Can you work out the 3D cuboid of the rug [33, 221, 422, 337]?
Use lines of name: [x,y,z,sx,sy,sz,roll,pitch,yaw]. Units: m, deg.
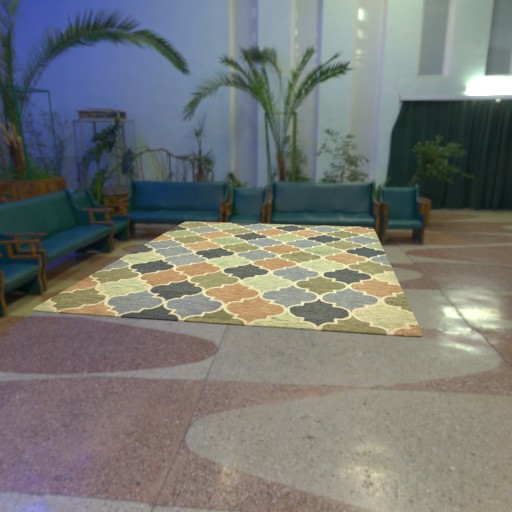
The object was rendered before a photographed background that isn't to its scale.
rug: [0.000,0.000,4.207,2.439,0.013,3.200,2,15,9]
